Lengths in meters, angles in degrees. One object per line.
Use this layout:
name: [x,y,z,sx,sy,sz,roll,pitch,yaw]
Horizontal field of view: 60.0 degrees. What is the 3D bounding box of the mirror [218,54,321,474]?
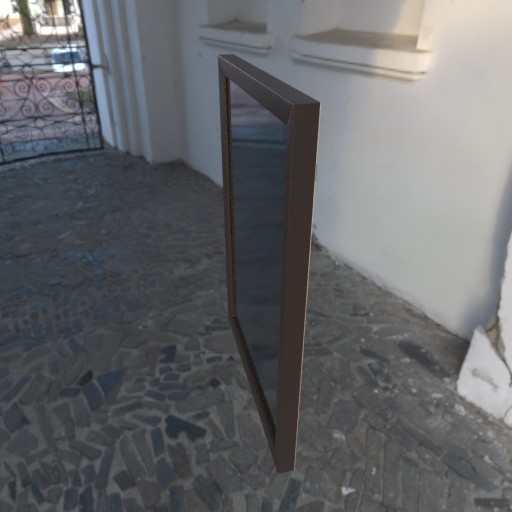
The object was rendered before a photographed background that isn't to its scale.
mirror: [0.000,0.000,0.916,0.040,0.710,0.507,-7,31,-12]
